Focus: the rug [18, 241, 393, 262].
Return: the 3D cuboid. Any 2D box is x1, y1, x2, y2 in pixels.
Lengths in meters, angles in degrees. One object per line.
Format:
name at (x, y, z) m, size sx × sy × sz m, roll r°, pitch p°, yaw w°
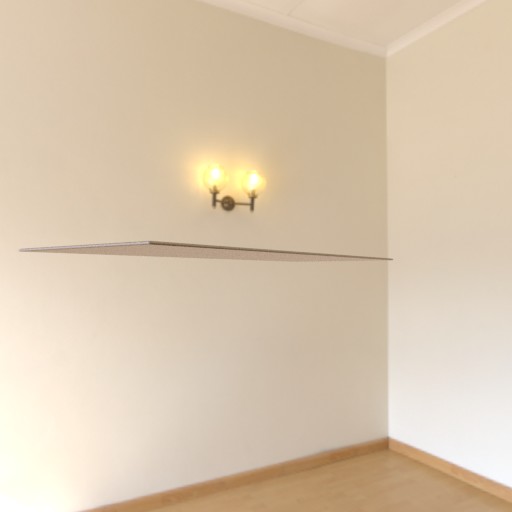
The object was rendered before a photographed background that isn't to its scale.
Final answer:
rug at (0.000, 0.000, 2.671) m, size 0.864 × 0.012 × 2.388 m, roll -1°, pitch -3°, yaw 36°
